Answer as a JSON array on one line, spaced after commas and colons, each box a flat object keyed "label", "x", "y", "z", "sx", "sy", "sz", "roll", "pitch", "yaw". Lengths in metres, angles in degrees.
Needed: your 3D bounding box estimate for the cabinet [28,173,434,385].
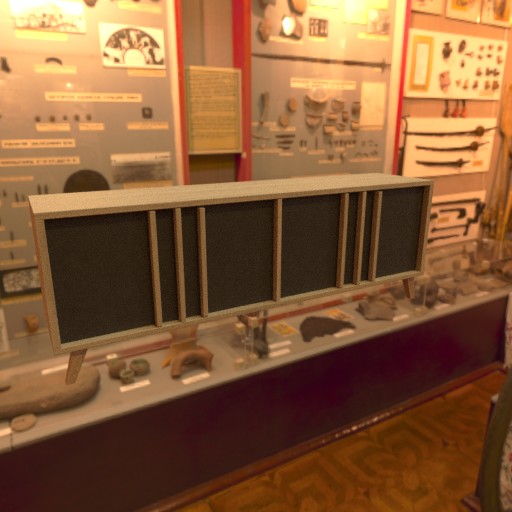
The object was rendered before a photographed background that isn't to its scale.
[{"label": "cabinet", "x": 0.000, "y": 0.000, "z": 2.510, "sx": 2.198, "sy": 0.779, "sz": 0.499, "roll": -9, "pitch": 19, "yaw": -27}]
